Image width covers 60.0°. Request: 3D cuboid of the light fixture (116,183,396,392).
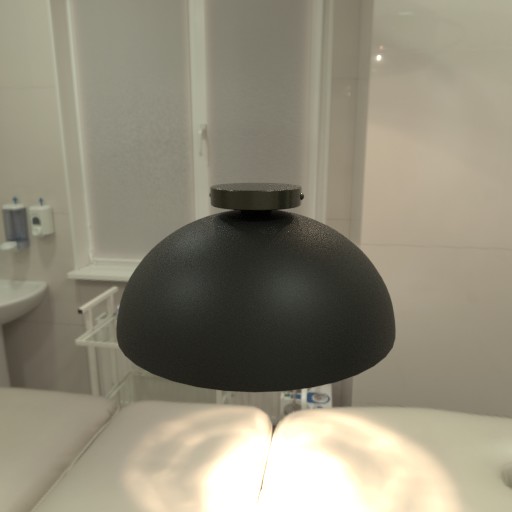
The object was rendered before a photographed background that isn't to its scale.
[{"bbox_3d":[0.000,0.000,0.568,0.355,0.177,0.355,0,14,0],"label":"light fixture"}]
